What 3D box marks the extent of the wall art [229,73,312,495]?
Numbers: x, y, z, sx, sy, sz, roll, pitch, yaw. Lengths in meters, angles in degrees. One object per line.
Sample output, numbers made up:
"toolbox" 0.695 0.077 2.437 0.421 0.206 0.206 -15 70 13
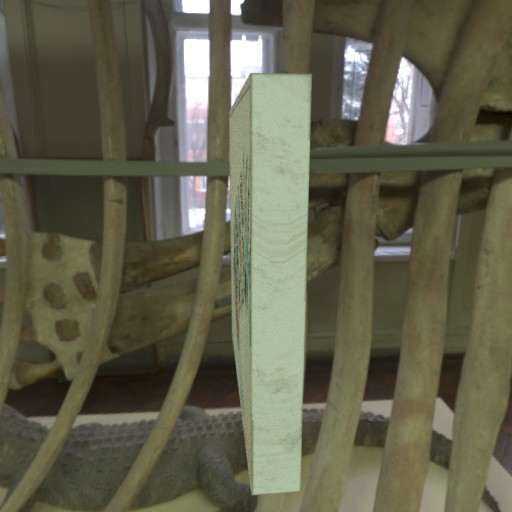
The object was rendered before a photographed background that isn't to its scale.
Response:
"wall art" 0.000 0.000 0.453 0.038 0.303 0.305 -1 14 -6
